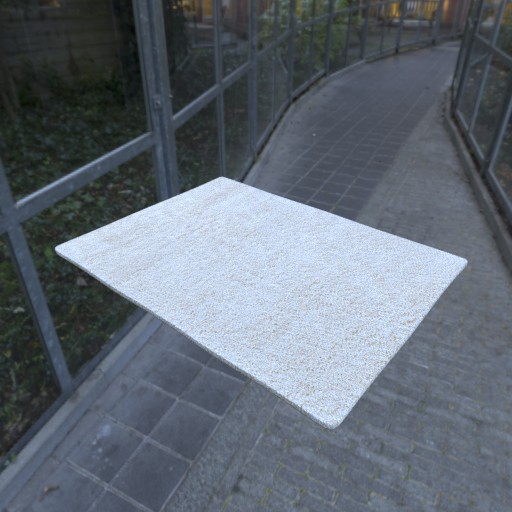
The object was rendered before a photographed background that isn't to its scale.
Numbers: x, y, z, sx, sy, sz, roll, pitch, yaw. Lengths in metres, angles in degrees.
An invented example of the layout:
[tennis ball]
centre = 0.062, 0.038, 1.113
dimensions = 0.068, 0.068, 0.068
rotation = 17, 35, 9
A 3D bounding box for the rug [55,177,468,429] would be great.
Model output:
[rug]
centre = 0.000, 0.000, 2.128
dimensions = 1.600, 0.027, 1.200
rotation = 24, 39, 33
